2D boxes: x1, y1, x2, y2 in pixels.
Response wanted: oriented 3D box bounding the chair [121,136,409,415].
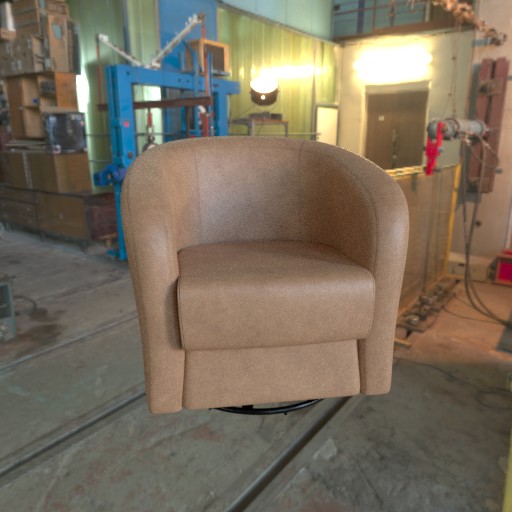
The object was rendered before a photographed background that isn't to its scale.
[{"bbox_3d":[0.000,0.000,1.478,0.791,0.771,0.815,-2,16,-8],"label":"chair"}]
